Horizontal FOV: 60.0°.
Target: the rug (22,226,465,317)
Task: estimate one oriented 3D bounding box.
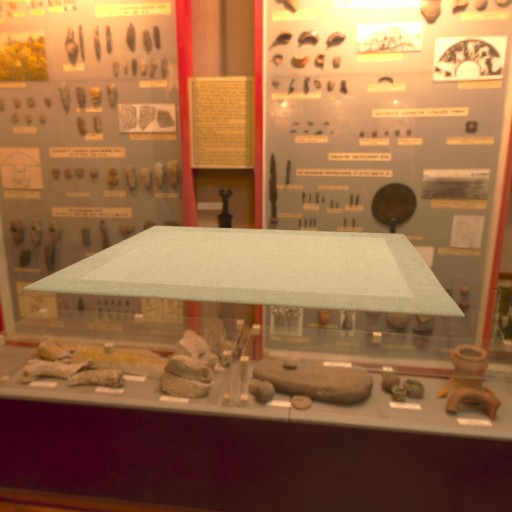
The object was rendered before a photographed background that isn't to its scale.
[{"bbox_3d":[0.000,0.000,4.065,2.976,0.018,2.430,2,15,9],"label":"rug"}]
